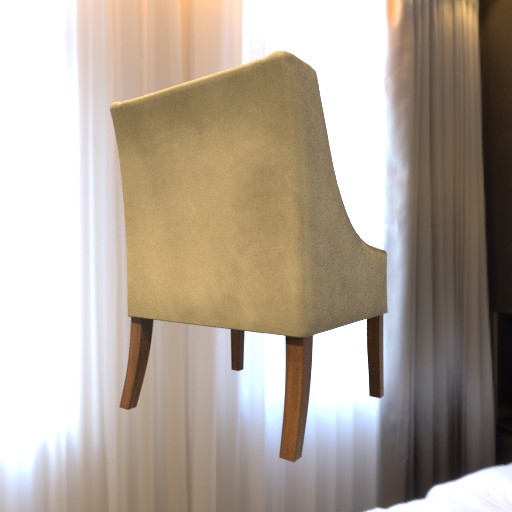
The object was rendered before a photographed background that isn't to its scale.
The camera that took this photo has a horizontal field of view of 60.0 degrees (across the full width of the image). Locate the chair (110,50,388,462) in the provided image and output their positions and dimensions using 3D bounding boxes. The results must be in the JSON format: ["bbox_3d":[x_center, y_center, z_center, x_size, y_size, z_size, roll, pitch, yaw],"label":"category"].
[{"bbox_3d":[0.000,0.000,1.358,0.629,0.895,0.629,0,0,36],"label":"chair"}]
